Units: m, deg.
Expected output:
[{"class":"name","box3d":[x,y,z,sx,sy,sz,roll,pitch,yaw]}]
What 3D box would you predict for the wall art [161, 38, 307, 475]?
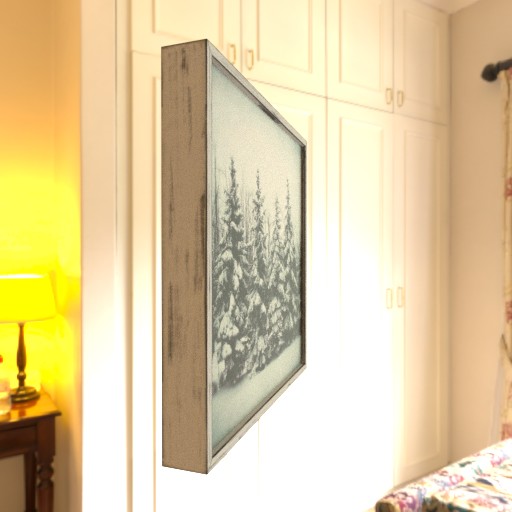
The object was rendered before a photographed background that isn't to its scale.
[{"class":"wall art","box3d":[0.000,0.000,0.457,0.036,0.303,0.303,0,0,20]}]
